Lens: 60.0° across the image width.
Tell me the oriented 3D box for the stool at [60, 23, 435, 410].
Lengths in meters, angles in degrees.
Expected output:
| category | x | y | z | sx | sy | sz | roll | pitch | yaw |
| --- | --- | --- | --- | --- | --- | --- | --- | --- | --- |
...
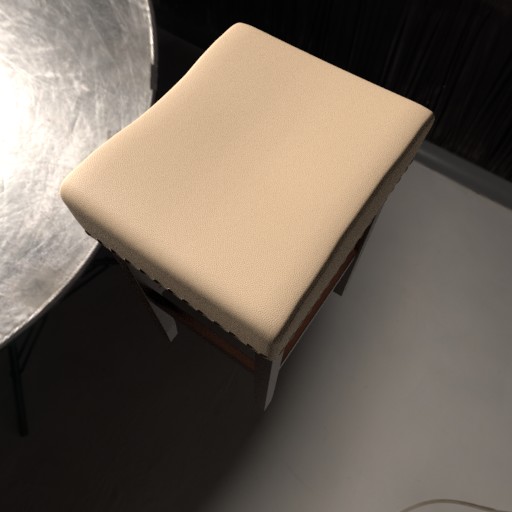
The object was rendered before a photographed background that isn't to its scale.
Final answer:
| category | x | y | z | sx | sy | sz | roll | pitch | yaw |
| --- | --- | --- | --- | --- | --- | --- | --- | --- | --- |
| stool | 0.000 | 0.000 | 1.010 | 0.401 | 0.762 | 0.471 | 32 | 68 | 15 |
